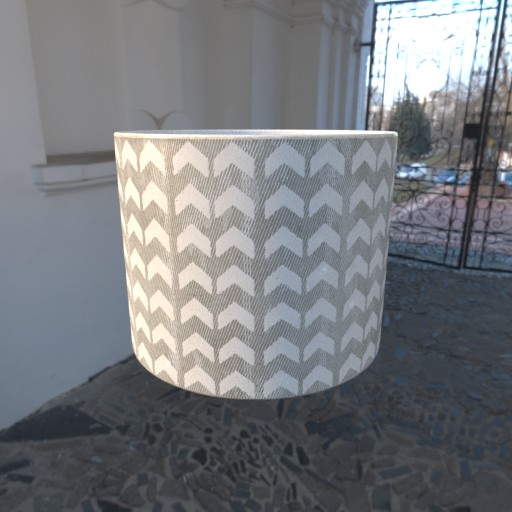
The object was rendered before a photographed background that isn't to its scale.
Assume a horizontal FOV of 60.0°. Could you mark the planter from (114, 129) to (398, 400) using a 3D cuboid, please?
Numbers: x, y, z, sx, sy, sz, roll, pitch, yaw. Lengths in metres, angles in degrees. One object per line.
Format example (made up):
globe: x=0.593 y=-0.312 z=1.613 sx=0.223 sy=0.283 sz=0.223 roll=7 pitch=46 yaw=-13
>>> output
planter: x=0.000 y=0.000 z=0.335 sx=0.190 sy=0.181 sz=0.190 roll=0 pitch=17 yaw=0
